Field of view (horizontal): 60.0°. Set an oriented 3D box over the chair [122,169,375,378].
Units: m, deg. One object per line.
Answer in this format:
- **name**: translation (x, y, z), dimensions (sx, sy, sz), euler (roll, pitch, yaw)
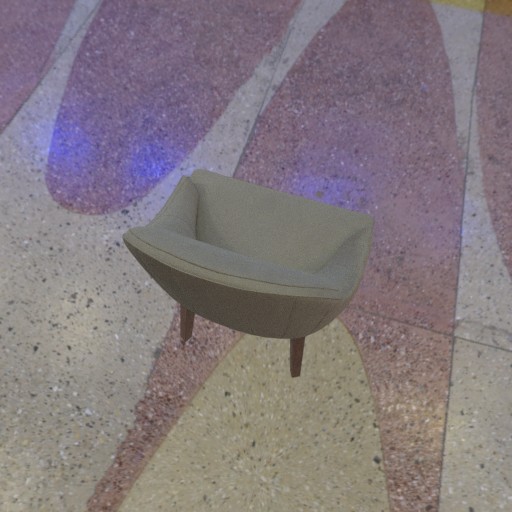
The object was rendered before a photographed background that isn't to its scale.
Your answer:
- **chair**: translation (0.000, 0.000, 1.309), dimensions (0.643, 0.889, 0.575), euler (17, 65, 8)
